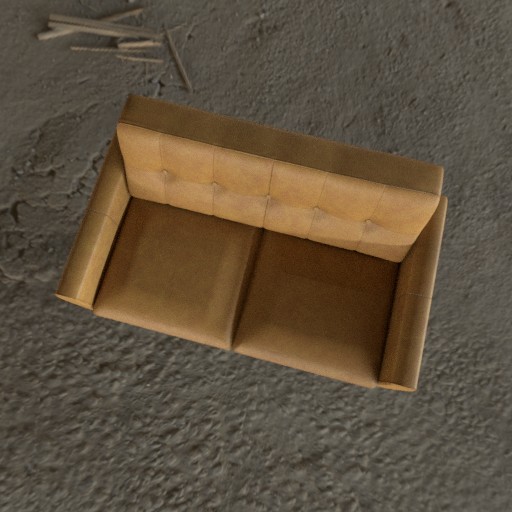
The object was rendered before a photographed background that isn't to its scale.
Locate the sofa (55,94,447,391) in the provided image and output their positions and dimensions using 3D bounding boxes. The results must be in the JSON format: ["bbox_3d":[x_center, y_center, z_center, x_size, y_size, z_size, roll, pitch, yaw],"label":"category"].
[{"bbox_3d":[0.000,0.000,2.196,1.651,0.925,0.952,14,76,4],"label":"sofa"}]
